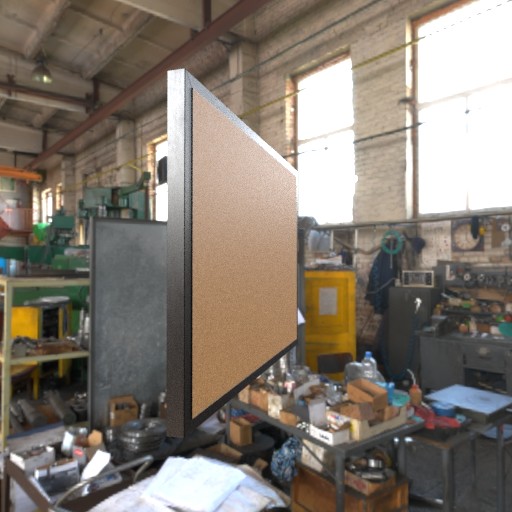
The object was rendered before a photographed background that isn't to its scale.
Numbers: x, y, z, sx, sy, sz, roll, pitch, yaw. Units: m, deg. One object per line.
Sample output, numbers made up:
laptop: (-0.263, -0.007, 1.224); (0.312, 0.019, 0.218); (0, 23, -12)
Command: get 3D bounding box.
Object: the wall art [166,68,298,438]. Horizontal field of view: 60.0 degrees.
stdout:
wall art: (0.000, 0.000, 0.864); (0.027, 0.458, 0.657); (0, -1, 18)
